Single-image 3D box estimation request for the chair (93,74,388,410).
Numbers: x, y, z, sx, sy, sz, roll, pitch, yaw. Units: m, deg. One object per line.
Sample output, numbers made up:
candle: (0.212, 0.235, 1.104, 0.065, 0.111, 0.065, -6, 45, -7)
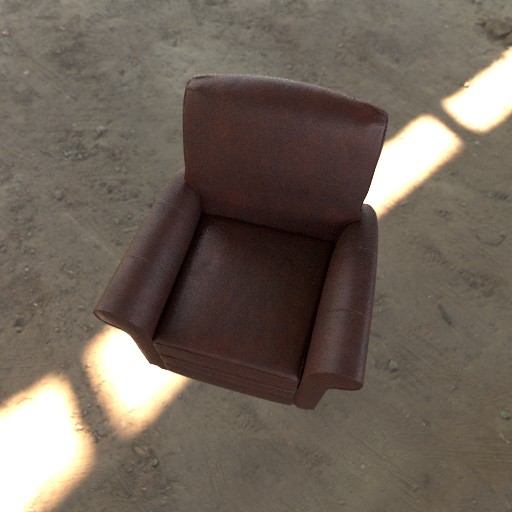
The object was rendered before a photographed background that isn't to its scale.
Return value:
chair: (0.000, 0.000, 1.804, 0.978, 1.061, 0.902, 13, 59, 8)
